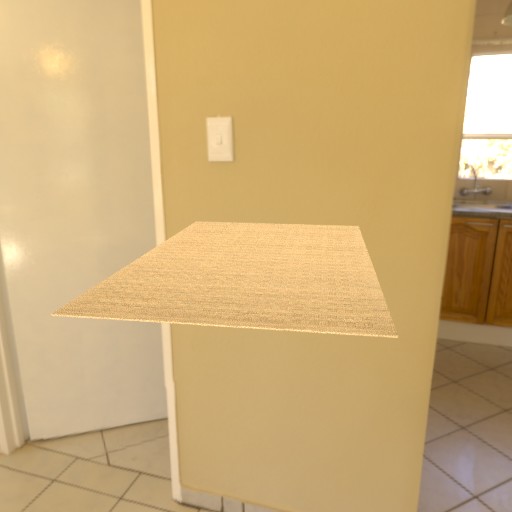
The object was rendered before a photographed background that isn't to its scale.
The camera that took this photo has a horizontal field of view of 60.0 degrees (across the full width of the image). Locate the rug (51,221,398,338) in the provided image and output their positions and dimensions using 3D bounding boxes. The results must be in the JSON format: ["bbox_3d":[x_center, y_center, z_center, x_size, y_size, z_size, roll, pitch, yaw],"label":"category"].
[{"bbox_3d":[0.000,0.000,2.261,1.142,0.006,1.752,2,15,8],"label":"rug"}]
